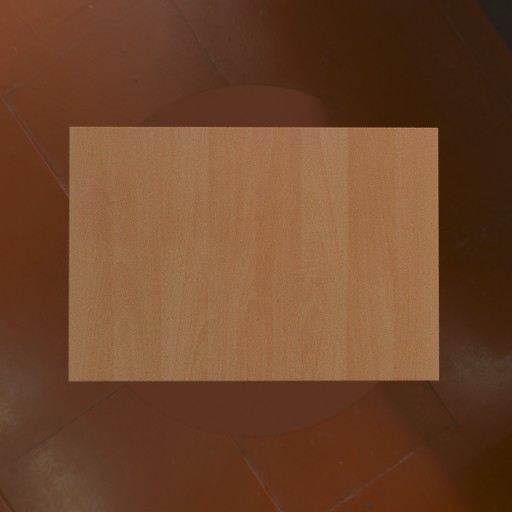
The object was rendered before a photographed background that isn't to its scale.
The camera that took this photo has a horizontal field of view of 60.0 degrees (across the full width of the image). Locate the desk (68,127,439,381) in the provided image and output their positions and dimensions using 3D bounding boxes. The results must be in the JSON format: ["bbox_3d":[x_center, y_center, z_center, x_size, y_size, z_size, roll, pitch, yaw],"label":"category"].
[{"bbox_3d":[0.000,0.000,1.070,0.600,0.730,0.404,0,89,-1],"label":"desk"}]
